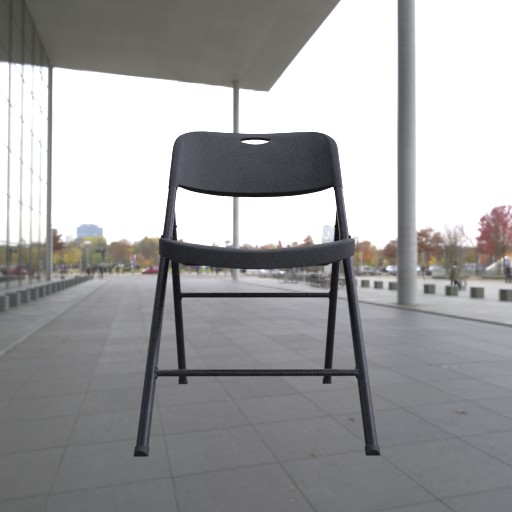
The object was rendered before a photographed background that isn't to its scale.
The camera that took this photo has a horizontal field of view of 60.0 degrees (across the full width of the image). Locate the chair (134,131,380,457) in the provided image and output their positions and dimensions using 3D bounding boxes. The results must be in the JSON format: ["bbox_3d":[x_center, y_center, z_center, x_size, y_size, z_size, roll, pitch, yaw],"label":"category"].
[{"bbox_3d":[0.000,0.000,1.166,0.494,0.810,0.567,0,-1,-1],"label":"chair"}]
